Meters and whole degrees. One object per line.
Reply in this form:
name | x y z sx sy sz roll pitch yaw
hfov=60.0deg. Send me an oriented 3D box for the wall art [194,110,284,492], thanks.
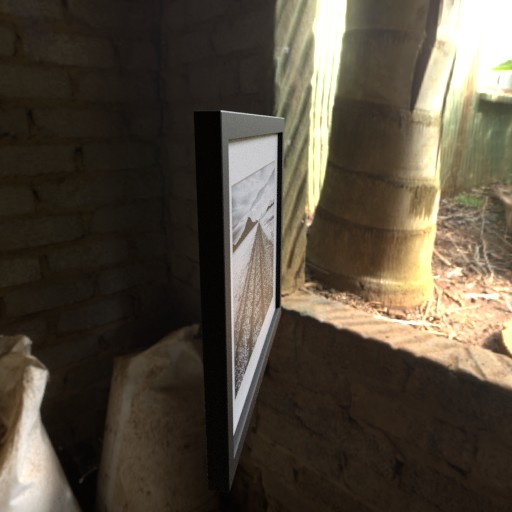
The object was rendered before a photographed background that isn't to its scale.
wall art | 0.000 0.000 0.759 0.029 0.458 0.559 3 17 9
